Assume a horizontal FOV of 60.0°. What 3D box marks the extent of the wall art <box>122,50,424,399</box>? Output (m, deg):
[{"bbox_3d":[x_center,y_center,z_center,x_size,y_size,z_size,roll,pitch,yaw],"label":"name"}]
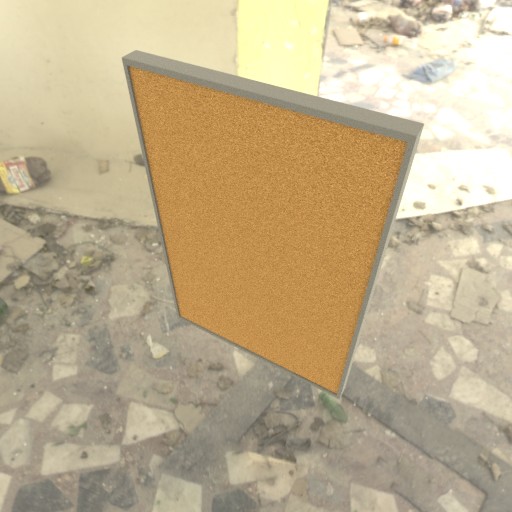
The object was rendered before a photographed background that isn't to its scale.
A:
[{"bbox_3d":[0.000,0.000,0.955,0.511,0.753,0.039,22,50,20],"label":"wall art"}]
